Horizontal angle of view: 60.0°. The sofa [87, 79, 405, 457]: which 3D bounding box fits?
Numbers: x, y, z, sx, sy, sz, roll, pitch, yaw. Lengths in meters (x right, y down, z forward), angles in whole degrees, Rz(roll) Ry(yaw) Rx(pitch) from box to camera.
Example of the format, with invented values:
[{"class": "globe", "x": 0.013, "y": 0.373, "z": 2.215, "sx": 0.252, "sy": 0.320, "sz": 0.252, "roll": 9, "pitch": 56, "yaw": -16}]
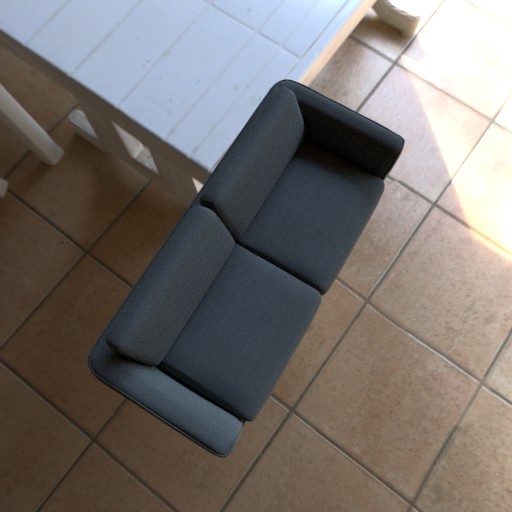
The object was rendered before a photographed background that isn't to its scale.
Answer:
[{"class": "sofa", "x": 0.000, "y": 0.000, "z": 2.547, "sx": 0.920, "sy": 0.850, "sz": 2.000, "roll": 30, "pitch": 76, "yaw": 8}]
